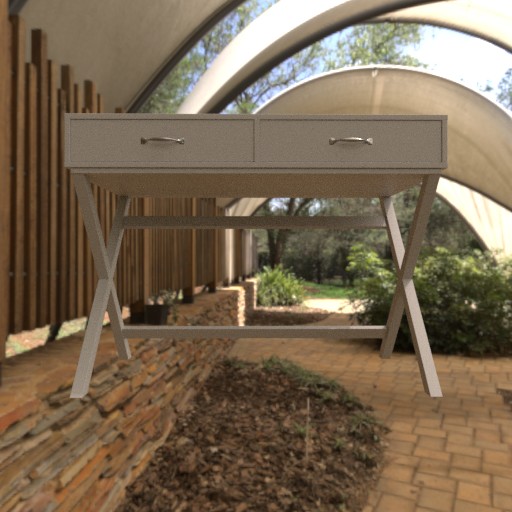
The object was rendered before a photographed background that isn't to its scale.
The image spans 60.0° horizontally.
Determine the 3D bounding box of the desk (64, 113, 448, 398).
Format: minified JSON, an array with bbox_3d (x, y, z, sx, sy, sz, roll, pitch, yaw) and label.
[{"bbox_3d":[0.000,0.000,1.461,1.057,0.780,0.525,0,0,-1],"label":"desk"}]
